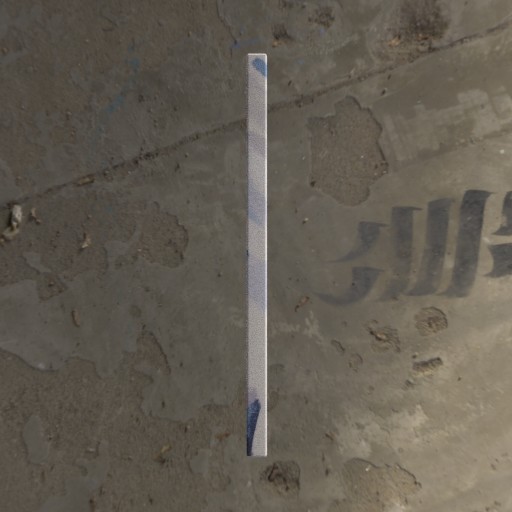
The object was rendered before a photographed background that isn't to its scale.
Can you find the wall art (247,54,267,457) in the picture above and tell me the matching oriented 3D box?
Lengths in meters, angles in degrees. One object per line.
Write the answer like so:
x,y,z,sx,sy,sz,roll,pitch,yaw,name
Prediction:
0.000,0.000,1.341,0.038,1.015,0.761,0,90,0,wall art
